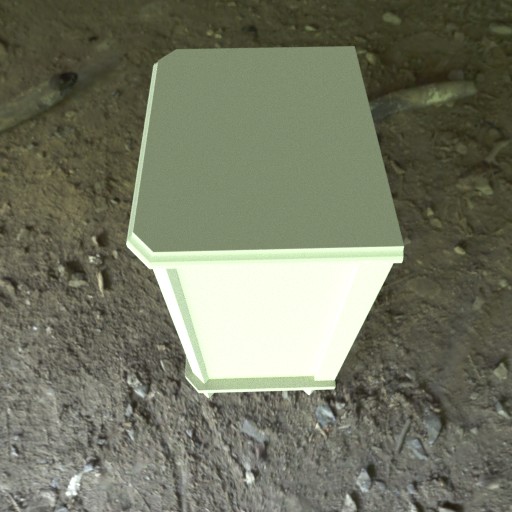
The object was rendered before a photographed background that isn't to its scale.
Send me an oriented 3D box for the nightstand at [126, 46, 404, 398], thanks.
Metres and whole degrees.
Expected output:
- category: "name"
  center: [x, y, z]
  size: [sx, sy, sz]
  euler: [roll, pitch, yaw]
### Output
- category: "nightstand"
  center: [0.000, 0.000, 0.935]
  size: [0.351, 0.681, 0.435]
  euler: [-1, 58, -1]
